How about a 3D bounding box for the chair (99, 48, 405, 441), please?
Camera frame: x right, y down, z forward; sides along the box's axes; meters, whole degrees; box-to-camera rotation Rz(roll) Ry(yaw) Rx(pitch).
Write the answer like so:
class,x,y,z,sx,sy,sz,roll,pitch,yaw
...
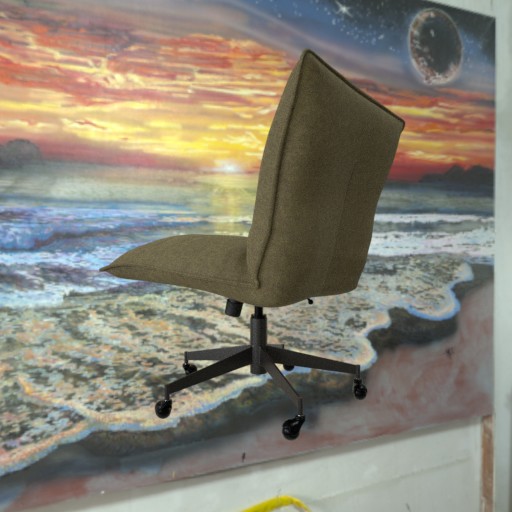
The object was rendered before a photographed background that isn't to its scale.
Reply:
class,x,y,z,sx,sy,sz,roll,pitch,yaw
chair,0.000,0.000,1.276,0.696,0.811,0.597,1,2,36
